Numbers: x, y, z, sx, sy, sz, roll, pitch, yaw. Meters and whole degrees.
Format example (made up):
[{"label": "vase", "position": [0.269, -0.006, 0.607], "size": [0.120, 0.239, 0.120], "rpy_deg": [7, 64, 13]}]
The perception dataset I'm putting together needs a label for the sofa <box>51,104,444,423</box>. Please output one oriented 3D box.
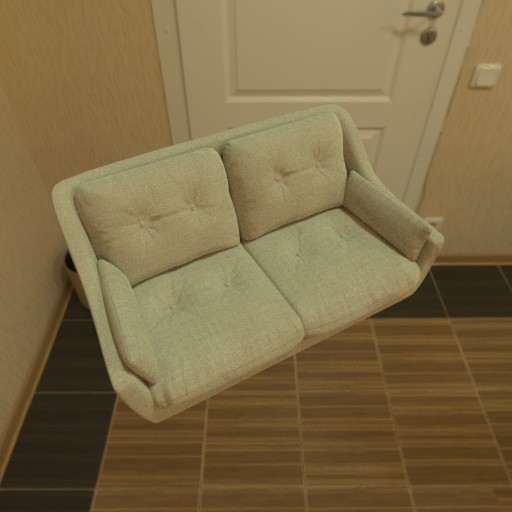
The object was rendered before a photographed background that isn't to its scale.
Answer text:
[{"label": "sofa", "position": [0.000, 0.000, 2.208], "size": [1.652, 0.888, 0.965], "rpy_deg": [-22, 49, -20]}]
